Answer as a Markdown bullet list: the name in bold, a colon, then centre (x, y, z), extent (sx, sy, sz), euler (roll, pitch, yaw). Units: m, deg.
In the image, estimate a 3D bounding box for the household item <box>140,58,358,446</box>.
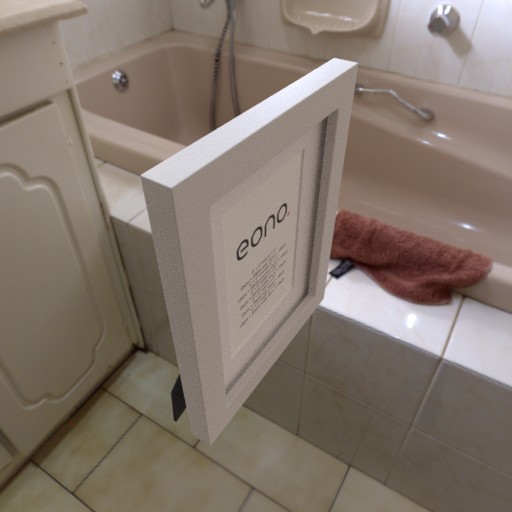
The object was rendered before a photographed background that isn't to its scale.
- **household item**: centre (0.000, 0.000, 0.352), extent (0.045, 0.250, 0.200), euler (24, 47, 25)
